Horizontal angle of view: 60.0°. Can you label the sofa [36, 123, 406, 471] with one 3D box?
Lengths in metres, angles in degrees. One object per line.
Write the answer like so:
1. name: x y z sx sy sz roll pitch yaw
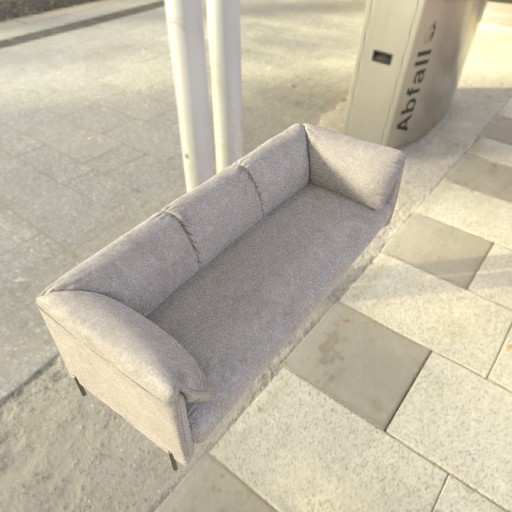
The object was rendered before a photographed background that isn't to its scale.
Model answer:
1. sofa: 0.000 0.000 2.643 0.899 0.758 2.238 26 47 26
